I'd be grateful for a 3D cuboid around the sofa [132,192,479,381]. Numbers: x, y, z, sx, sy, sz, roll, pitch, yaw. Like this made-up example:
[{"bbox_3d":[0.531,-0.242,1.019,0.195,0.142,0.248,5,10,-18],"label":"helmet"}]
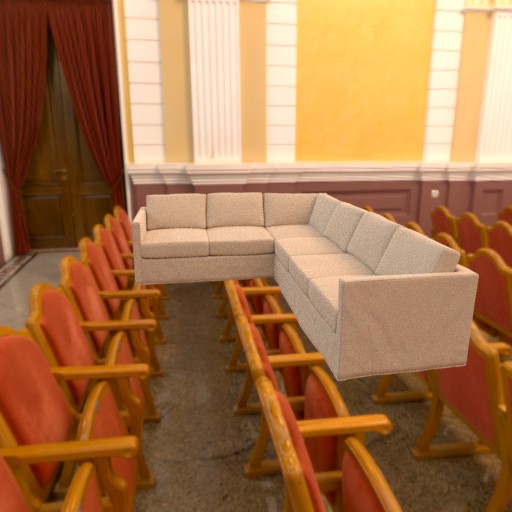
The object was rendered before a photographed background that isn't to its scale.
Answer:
[{"bbox_3d":[0.000,0.000,4.245,2.432,0.871,3.182,-2,15,-9],"label":"sofa"}]
